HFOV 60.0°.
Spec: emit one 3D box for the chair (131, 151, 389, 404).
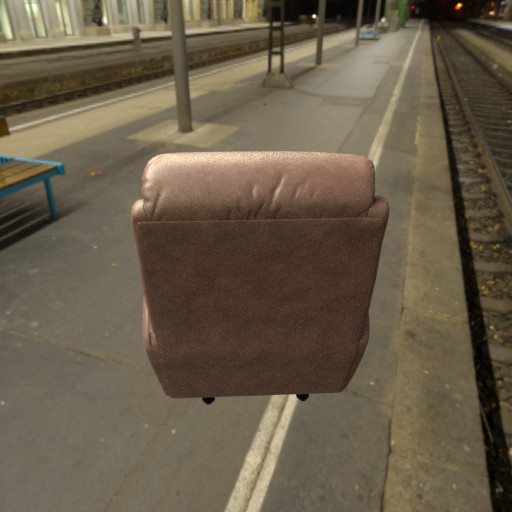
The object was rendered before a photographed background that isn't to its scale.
[{"bbox_3d":[0.000,0.000,1.784,0.865,1.067,1.067,-1,29,-2],"label":"chair"}]
